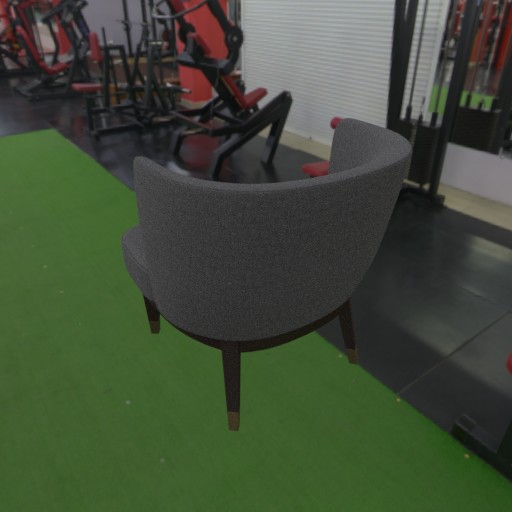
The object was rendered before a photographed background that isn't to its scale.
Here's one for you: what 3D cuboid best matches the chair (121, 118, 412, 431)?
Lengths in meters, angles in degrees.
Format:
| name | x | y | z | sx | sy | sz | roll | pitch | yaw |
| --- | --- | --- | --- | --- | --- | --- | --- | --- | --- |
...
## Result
| name | x | y | z | sx | sy | sz | roll | pitch | yaw |
| --- | --- | --- | --- | --- | --- | --- | --- | --- | --- |
| chair | 0.000 | 0.000 | 1.259 | 0.639 | 0.695 | 0.698 | -19 | 36 | -29 |
